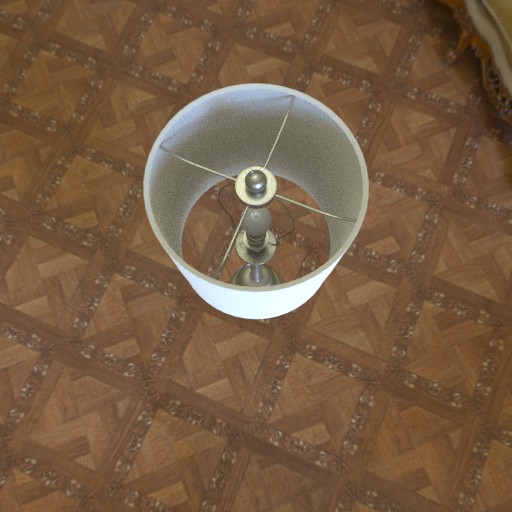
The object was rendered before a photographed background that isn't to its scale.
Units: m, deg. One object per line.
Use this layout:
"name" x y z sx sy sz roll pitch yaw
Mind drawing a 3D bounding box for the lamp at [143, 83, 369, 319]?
"lamp" 0.000 0.000 0.819 0.254 0.690 0.254 21 76 5
